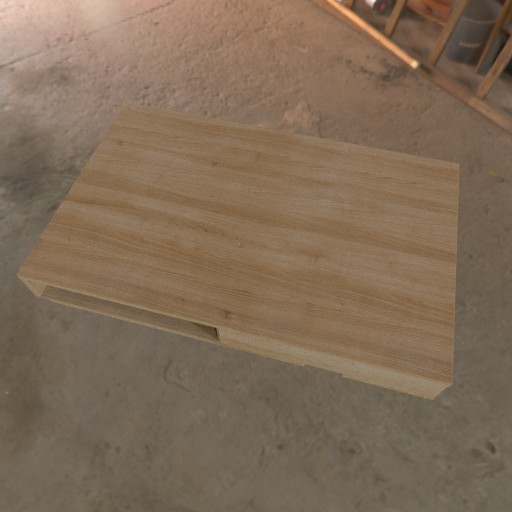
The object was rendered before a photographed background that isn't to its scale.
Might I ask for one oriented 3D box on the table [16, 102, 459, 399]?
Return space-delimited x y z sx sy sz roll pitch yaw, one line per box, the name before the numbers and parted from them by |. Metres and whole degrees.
table | 0.000 0.000 1.436 1.100 0.440 0.700 13 59 8
